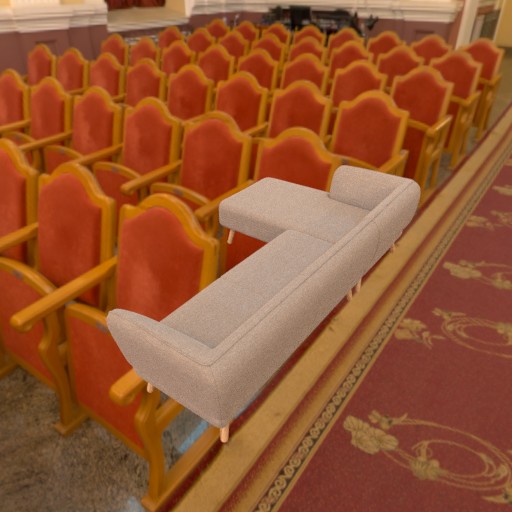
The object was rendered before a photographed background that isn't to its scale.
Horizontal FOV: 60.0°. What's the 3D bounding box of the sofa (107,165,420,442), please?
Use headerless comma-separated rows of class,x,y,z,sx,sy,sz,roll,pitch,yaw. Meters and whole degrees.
sofa,0.000,0.000,3.320,1.532,0.693,2.653,21,38,30
